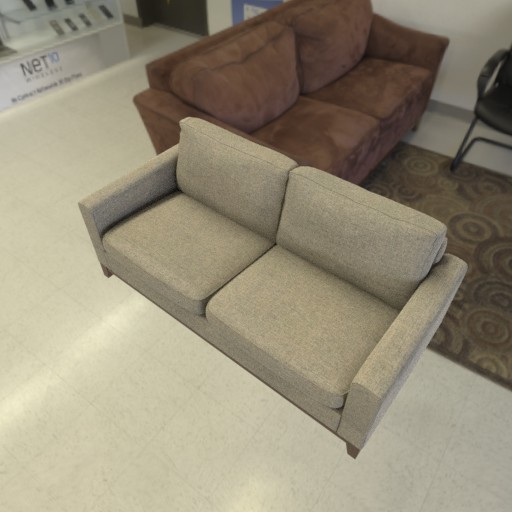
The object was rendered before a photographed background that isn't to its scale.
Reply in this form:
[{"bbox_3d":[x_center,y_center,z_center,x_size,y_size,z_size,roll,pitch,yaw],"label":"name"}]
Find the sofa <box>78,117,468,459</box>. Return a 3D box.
[{"bbox_3d":[0.000,0.000,2.501,1.978,0.892,0.969,30,52,26],"label":"sofa"}]
